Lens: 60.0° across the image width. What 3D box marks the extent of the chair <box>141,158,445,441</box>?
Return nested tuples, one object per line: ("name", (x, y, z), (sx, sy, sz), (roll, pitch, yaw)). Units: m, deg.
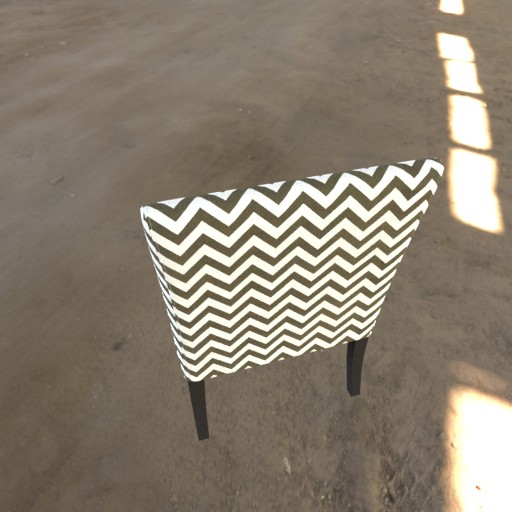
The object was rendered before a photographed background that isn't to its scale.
("chair", (0.000, 0.000, 1.291), (0.589, 0.838, 0.648), (-11, 42, -13))
